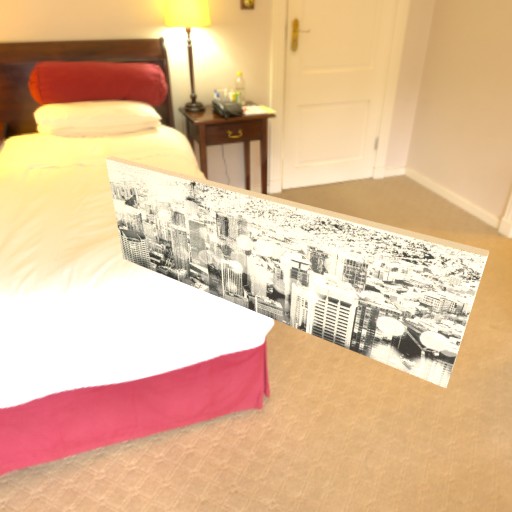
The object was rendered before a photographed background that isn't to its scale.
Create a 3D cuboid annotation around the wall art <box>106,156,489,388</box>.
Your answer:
[{"bbox_3d":[0.000,0.000,1.703,1.520,0.507,0.044,18,35,28],"label":"wall art"}]
